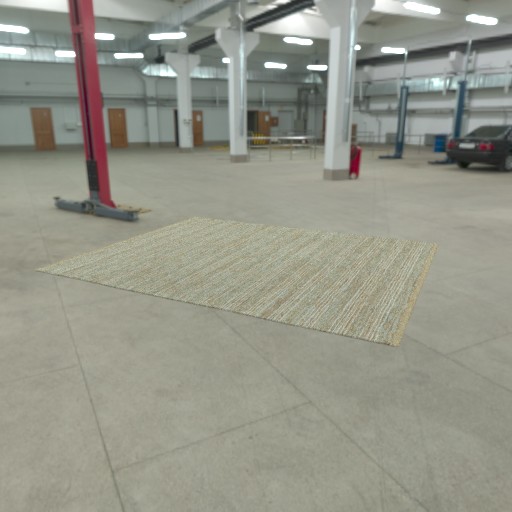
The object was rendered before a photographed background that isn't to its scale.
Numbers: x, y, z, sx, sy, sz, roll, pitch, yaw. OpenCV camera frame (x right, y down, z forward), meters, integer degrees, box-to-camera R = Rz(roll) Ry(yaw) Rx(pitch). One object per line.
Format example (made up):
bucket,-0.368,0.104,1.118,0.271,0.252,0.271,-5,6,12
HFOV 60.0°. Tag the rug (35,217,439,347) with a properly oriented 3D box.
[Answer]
rug,0.000,0.000,4.217,3.034,0.012,2.471,8,19,25
